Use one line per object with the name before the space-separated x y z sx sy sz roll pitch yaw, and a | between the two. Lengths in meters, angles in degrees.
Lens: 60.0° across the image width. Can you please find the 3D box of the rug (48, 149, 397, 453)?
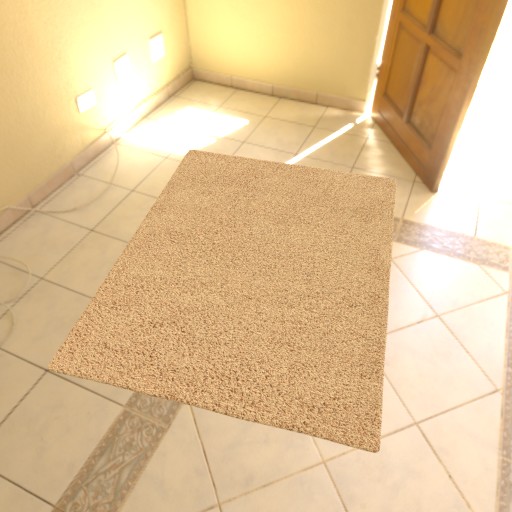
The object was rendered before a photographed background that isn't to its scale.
rug | 0.000 0.000 4.104 2.438 0.029 3.047 11 47 10
